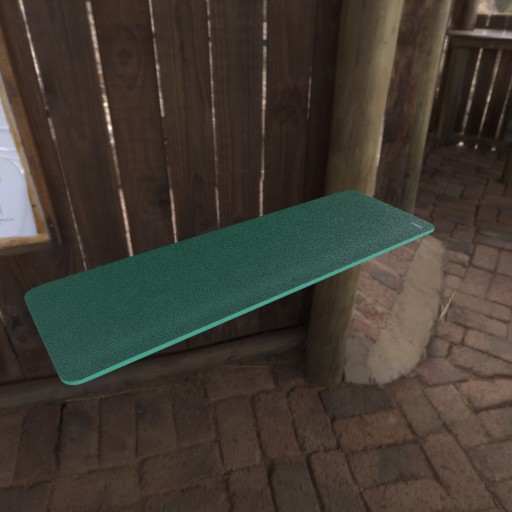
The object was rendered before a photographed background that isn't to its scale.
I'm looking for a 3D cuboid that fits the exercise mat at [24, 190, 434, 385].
[{"bbox_3d":[0.000,0.000,2.025,1.869,0.021,0.616,-20,36,-29],"label":"exercise mat"}]
